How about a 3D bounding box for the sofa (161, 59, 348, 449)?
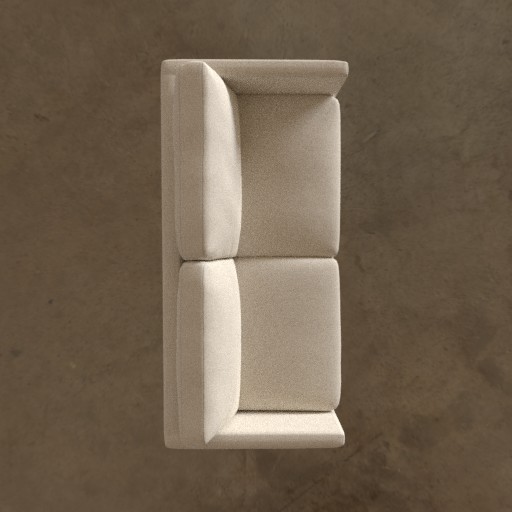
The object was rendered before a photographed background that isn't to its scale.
[{"bbox_3d":[0.000,0.000,2.484,0.965,0.889,1.981,0,92,-1],"label":"sofa"}]
